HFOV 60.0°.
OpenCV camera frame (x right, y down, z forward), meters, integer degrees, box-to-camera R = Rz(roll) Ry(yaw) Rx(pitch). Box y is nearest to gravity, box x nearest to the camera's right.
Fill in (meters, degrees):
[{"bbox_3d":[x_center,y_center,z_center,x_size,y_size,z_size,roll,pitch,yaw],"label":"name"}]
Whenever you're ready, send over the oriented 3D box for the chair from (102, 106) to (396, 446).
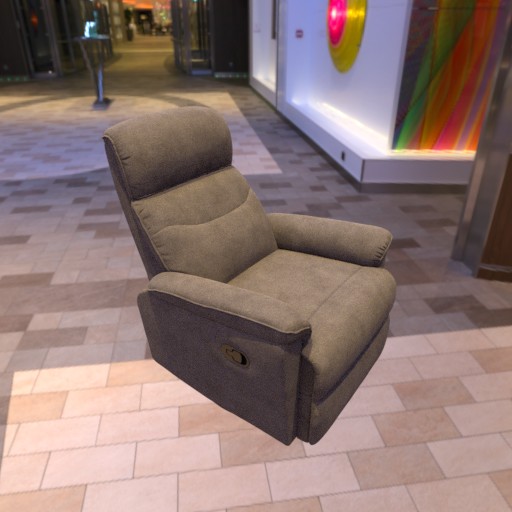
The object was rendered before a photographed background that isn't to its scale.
[{"bbox_3d":[0.000,0.000,1.765,1.009,1.036,0.830,18,33,31],"label":"chair"}]
